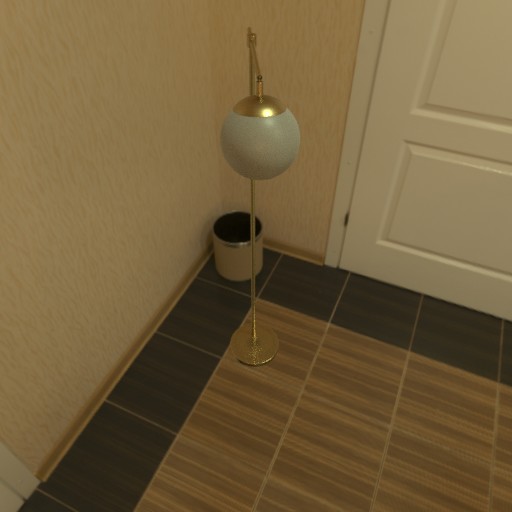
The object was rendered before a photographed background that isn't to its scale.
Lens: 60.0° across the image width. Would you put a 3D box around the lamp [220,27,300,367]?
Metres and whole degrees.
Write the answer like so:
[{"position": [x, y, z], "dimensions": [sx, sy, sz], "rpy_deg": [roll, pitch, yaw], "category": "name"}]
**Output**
[{"position": [0.000, 0.000, 1.699], "dimensions": [0.249, 1.505, 0.476], "rpy_deg": [-3, 45, -3], "category": "lamp"}]
